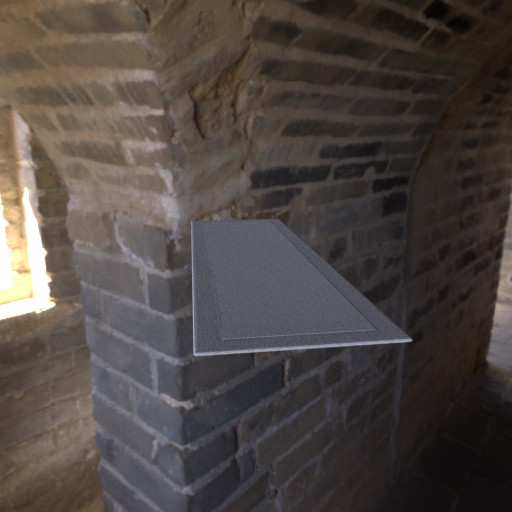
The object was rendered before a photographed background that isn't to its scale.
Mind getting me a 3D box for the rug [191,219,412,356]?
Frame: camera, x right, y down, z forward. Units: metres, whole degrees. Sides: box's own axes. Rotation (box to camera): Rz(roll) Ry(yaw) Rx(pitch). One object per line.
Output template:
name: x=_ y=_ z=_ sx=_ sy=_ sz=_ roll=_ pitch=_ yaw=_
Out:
rug: x=0.000 y=0.000 z=2.654 sx=0.759 sy=0.012 sz=2.430 roll=-2 pitch=15 yaw=-8
